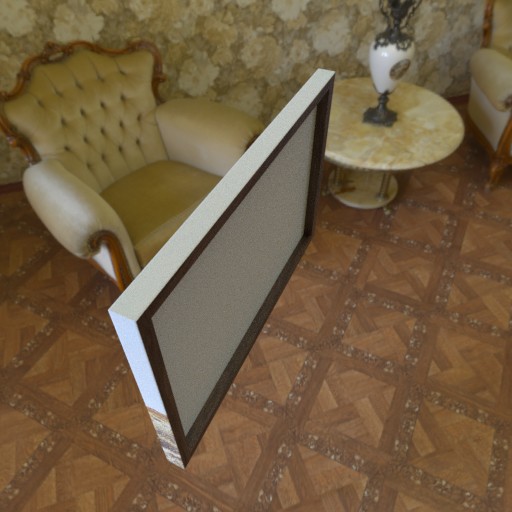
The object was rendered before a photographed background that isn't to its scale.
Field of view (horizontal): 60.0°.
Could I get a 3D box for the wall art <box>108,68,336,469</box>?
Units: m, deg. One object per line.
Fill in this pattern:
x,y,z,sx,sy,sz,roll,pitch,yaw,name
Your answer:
0.000,0.000,1.147,0.050,0.610,0.914,19,49,17,wall art
